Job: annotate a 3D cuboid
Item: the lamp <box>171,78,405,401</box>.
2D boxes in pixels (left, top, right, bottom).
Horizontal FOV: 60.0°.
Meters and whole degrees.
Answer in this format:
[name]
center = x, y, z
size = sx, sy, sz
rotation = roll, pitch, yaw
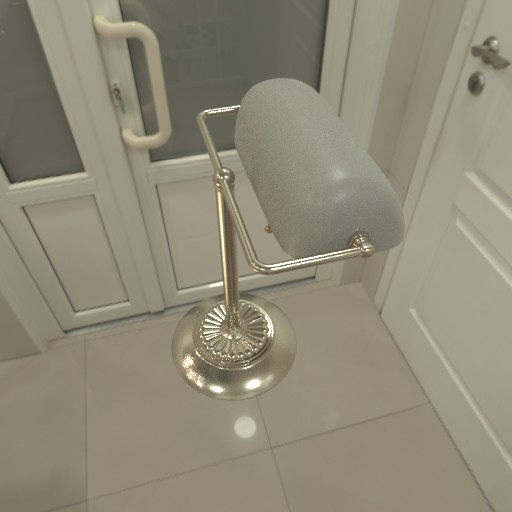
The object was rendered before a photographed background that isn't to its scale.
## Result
[lamp]
center = 0.000, 0.000, 0.519
size = 0.243, 0.339, 0.264
rotation = -11, 48, -11
